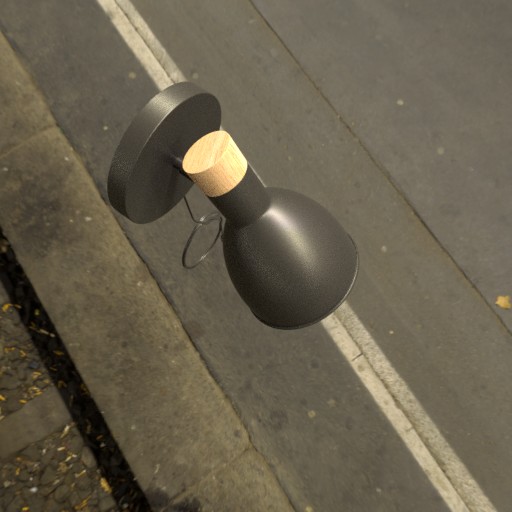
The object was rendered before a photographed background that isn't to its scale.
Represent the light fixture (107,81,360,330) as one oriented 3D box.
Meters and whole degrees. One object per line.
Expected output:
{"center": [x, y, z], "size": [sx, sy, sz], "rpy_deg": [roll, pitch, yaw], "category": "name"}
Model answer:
{"center": [0.000, 0.000, 0.492], "size": [0.203, 0.401, 0.127], "rpy_deg": [34, 78, 9], "category": "light fixture"}
